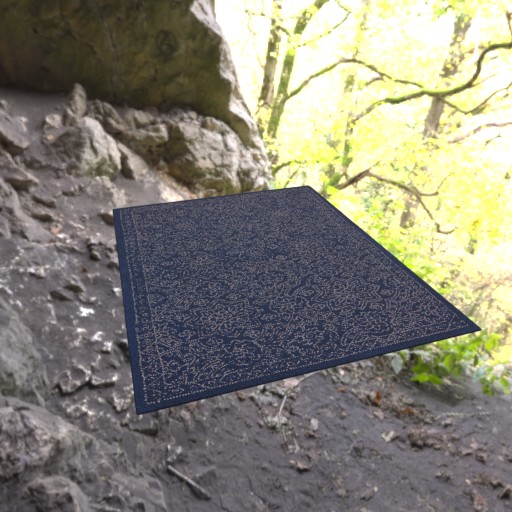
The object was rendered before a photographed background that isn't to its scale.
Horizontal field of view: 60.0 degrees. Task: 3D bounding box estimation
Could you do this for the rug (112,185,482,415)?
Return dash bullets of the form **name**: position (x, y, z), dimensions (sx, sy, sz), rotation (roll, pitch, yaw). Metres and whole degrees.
- **rug**: position (0.000, 0.000, 4.115), dimensions (2.438, 0.010, 3.048), rotation (-9, 31, -16)
